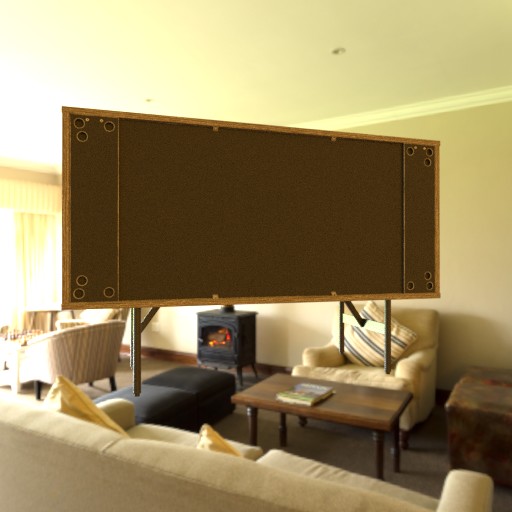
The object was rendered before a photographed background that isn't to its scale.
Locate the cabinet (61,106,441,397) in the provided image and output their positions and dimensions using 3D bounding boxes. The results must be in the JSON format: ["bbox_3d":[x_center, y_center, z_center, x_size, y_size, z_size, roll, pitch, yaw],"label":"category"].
[{"bbox_3d":[0.000,0.000,1.531,1.194,0.787,0.405,0,0,-17],"label":"cabinet"}]
